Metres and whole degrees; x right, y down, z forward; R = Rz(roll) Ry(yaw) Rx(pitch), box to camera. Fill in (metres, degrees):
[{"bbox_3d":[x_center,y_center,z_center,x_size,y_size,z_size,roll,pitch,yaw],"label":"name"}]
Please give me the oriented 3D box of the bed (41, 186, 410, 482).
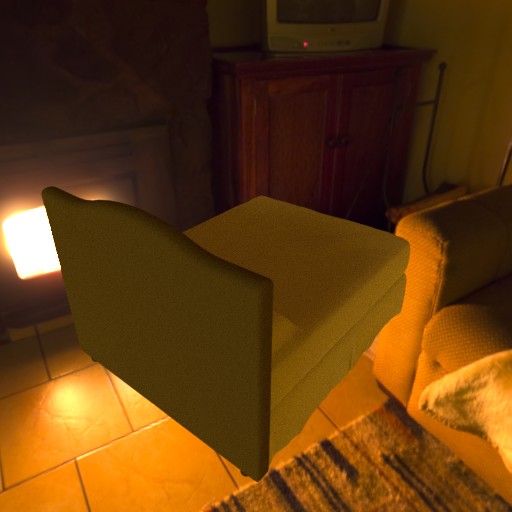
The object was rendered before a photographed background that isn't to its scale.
[{"bbox_3d":[0.000,0.000,3.140,1.666,1.387,2.036,22,36,33],"label":"bed"}]
